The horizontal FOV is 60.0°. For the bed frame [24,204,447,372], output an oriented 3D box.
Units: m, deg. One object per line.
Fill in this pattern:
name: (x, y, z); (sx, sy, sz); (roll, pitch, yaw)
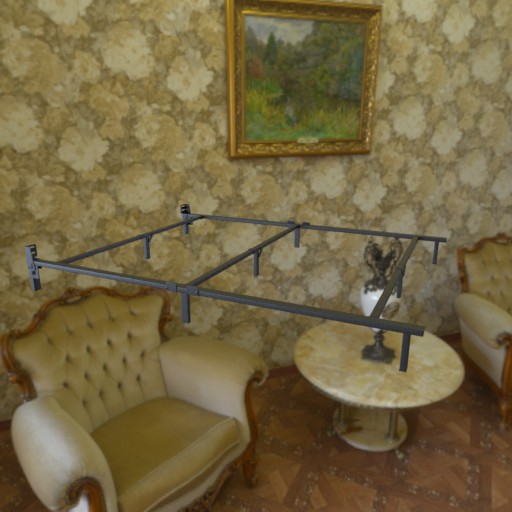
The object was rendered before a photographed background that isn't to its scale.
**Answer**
bed frame: (0.000, 0.000, 2.602); (1.990, 0.248, 1.498); (8, 18, 24)
